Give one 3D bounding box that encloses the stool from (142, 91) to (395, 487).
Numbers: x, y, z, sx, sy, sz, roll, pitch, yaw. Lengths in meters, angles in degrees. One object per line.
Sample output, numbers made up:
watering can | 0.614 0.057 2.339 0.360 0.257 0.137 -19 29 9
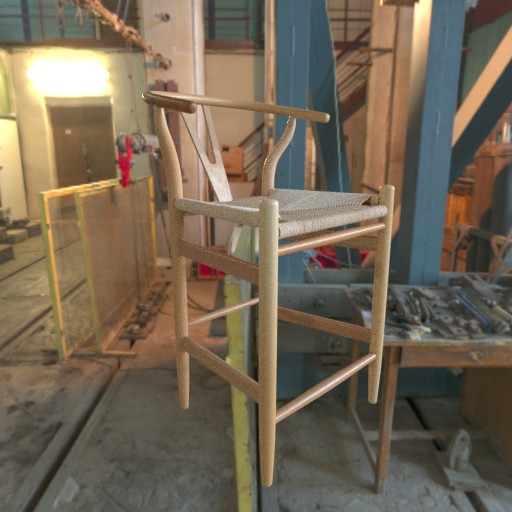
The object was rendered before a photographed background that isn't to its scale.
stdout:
stool | 0.000 0.000 1.275 0.575 0.923 0.536 13 19 43
